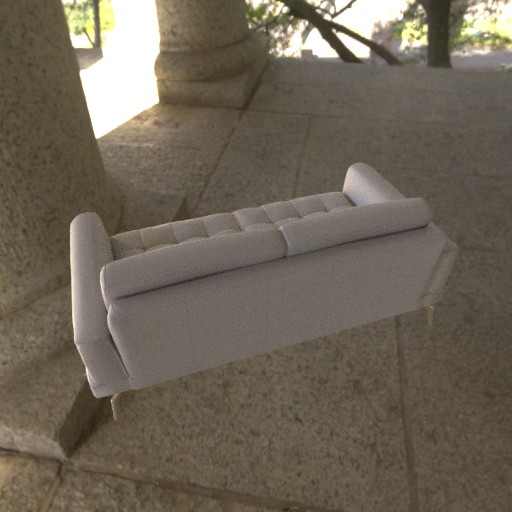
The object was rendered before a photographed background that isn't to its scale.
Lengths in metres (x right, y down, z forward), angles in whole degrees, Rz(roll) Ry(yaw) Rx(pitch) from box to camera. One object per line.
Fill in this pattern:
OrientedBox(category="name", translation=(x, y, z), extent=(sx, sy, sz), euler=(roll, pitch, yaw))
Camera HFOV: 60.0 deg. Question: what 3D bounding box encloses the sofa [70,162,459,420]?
OrientedBox(category="sofa", translation=(0.000, 0.000, 2.754), extent=(2.177, 0.930, 1.121), euler=(-13, 43, -14))
